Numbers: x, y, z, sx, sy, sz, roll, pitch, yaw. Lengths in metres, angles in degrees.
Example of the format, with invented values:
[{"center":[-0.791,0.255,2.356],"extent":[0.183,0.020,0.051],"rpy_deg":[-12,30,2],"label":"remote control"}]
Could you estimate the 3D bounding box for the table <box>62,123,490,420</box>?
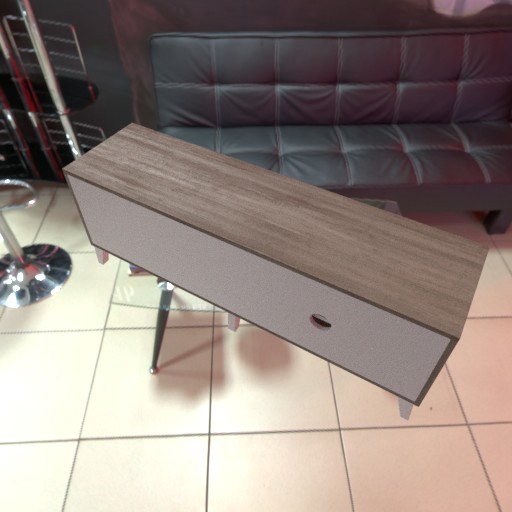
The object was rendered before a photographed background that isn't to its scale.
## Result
[{"center":[0.000,0.000,1.753],"extent":[1.500,0.530,0.400],"rpy_deg":[23,51,21],"label":"table"}]
